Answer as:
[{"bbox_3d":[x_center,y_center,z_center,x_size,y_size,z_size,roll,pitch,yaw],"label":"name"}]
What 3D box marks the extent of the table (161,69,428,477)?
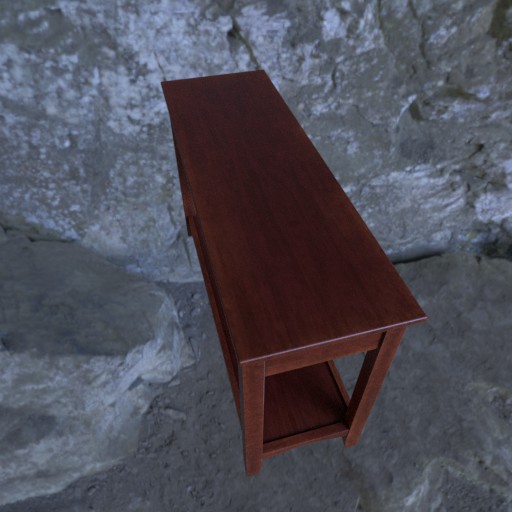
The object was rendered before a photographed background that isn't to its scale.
[{"bbox_3d":[0.000,0.000,1.513,0.392,0.739,1.188,-11,47,-11],"label":"table"}]
